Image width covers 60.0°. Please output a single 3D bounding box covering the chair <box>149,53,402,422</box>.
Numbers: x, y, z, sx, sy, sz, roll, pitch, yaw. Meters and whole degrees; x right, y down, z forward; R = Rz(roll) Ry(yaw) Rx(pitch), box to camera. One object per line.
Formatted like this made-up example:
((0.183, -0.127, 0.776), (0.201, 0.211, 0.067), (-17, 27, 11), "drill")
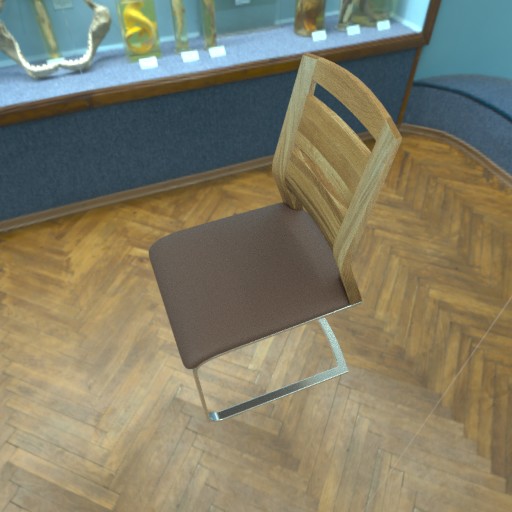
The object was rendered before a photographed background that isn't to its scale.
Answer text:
((0.000, 0.000, 1.279), (0.570, 0.970, 0.460), (-16, 49, -14), "chair")
